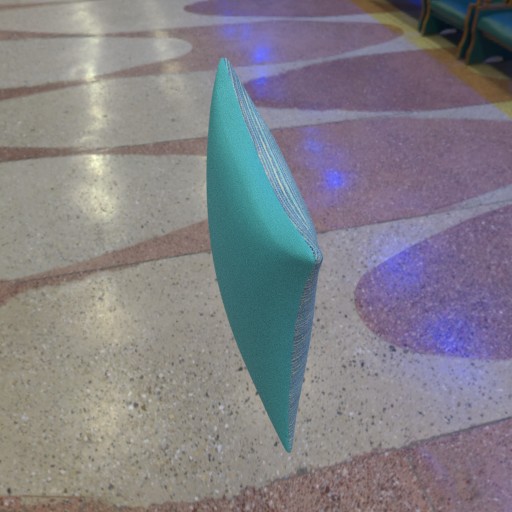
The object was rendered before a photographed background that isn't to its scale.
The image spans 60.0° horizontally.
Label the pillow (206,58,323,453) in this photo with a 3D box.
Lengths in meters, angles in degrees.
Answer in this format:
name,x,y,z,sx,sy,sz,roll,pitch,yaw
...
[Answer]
name,x,y,z,sx,sy,sz,roll,pitch,yaw
pillow,0.000,0.000,0.780,0.150,0.497,0.514,-10,47,-9
